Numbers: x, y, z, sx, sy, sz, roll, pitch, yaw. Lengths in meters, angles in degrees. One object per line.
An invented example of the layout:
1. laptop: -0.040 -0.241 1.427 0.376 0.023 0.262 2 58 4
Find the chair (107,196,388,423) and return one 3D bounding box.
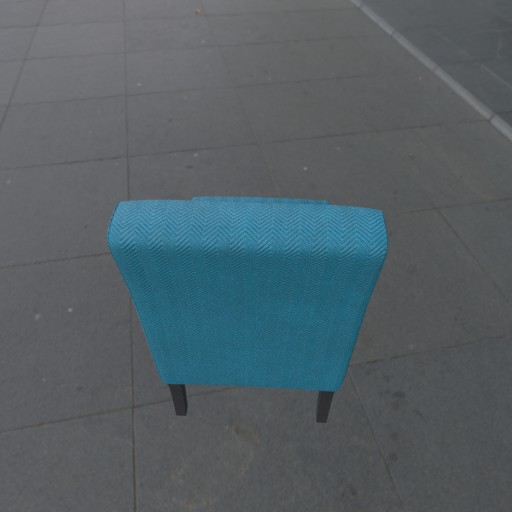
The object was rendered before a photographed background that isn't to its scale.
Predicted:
1. chair: 0.000 0.000 1.455 0.579 0.927 0.808 2 46 2
